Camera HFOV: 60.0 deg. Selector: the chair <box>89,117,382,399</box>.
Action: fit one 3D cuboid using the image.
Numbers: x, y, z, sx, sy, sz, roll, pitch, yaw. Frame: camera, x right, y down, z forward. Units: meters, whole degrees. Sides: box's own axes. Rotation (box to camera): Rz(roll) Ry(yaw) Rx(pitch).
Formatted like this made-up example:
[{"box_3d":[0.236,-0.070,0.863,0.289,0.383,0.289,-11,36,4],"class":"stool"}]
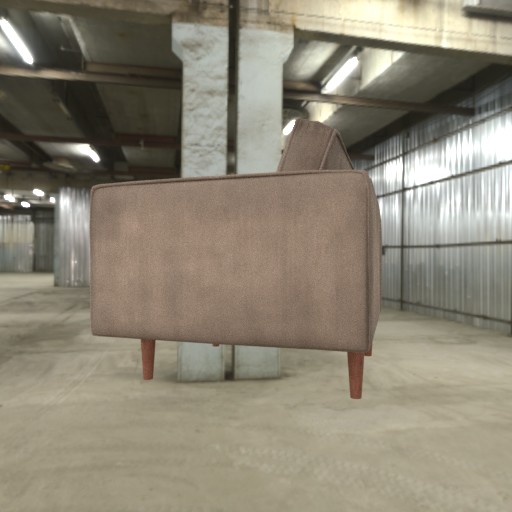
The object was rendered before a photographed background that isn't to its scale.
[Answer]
[{"box_3d":[0.000,0.000,1.579,0.843,0.773,0.928,0,-1,17],"class":"chair"}]
